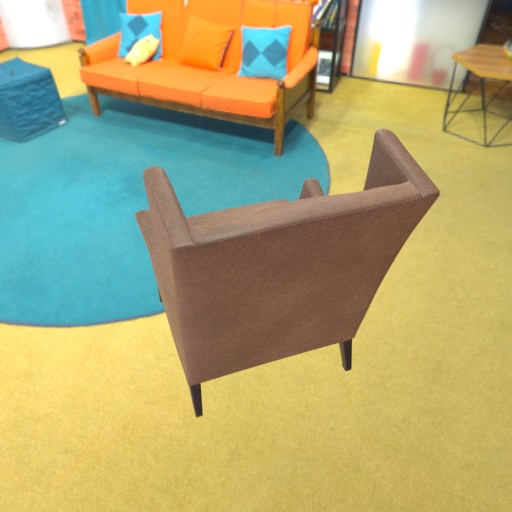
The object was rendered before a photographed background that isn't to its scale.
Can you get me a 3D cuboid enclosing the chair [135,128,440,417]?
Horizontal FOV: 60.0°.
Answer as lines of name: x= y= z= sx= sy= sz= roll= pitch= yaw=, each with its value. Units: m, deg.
chair: x=0.000 y=0.000 z=1.708 sx=0.815 sy=1.088 sz=0.913 roll=-13 pitch=43 yaw=-14
